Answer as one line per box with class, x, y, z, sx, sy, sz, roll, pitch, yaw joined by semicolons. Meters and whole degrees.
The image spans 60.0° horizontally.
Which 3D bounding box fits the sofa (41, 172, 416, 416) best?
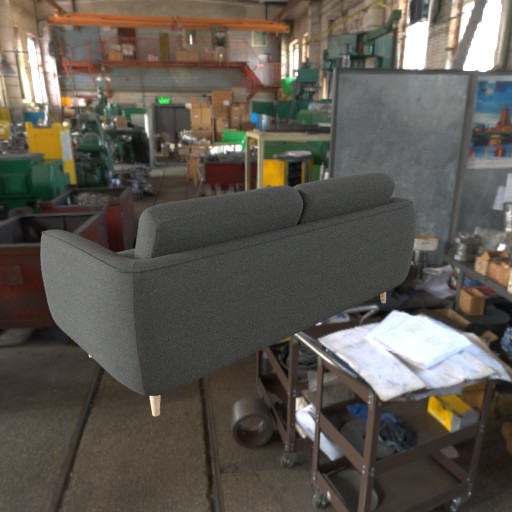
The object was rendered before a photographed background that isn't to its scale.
sofa;0.000;0.000;2.432;2.000;0.850;0.920;-15;23;-40
